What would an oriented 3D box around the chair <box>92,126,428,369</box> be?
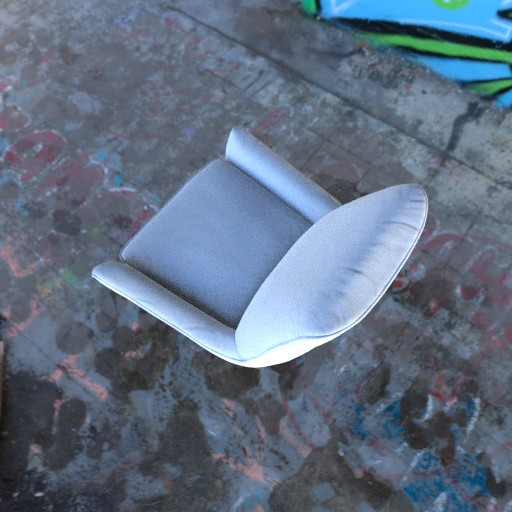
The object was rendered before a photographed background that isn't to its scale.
[{"bbox_3d":[0.000,0.000,1.514,0.822,0.888,0.787,34,69,15],"label":"chair"}]
